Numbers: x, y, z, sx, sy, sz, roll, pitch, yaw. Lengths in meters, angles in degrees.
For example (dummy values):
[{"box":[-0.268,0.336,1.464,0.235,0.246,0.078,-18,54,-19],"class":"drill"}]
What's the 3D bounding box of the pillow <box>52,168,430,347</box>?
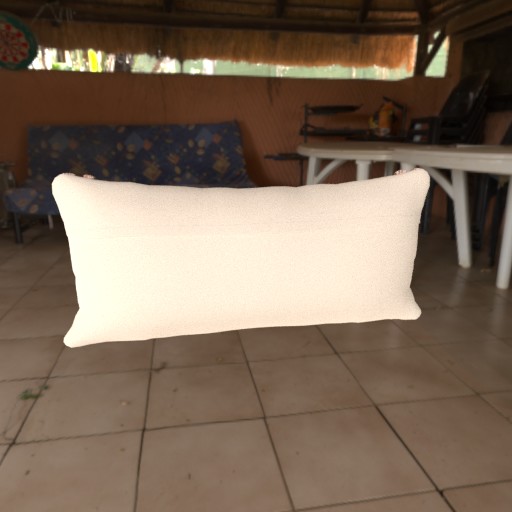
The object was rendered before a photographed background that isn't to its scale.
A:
[{"box":[0.000,0.000,0.742,0.635,0.282,0.139,-3,15,-11],"class":"pillow"}]
